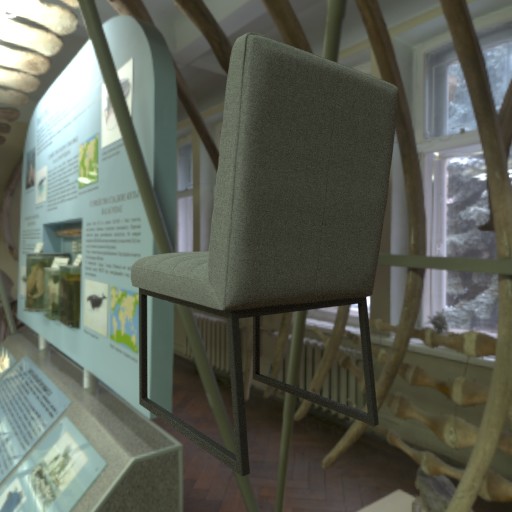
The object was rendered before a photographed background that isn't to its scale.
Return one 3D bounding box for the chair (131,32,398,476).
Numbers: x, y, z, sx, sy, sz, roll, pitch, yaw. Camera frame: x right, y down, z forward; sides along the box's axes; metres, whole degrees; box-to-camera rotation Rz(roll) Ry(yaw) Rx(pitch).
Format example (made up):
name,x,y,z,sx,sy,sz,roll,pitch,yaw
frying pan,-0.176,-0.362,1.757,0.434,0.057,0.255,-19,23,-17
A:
name,x,y,z,sx,sy,sz,roll,pitch,yaw
chair,0.000,0.000,1.280,0.520,0.930,0.634,-1,1,-37
